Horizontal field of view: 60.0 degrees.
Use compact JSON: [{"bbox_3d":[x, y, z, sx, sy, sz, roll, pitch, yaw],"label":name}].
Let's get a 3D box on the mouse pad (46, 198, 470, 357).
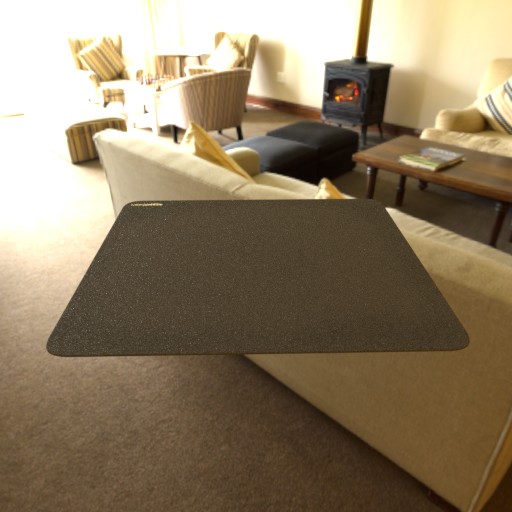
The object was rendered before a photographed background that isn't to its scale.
[{"bbox_3d":[0.000,0.000,0.623,0.451,0.002,0.393,-1,31,-1],"label":"mouse pad"}]
